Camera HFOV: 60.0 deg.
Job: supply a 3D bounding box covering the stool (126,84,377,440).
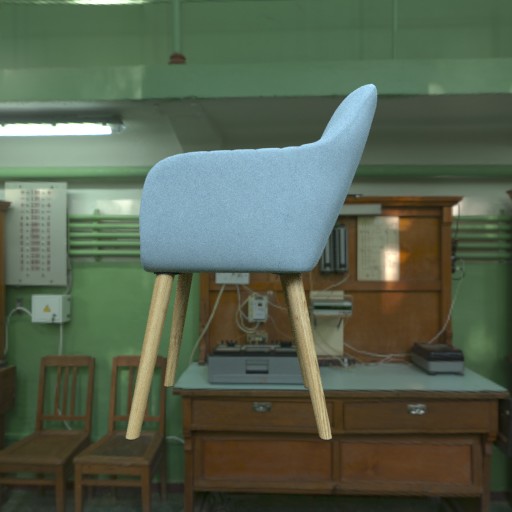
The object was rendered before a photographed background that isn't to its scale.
[{"bbox_3d":[0.000,0.000,1.198,0.590,0.830,0.503,0,1,1],"label":"stool"}]
